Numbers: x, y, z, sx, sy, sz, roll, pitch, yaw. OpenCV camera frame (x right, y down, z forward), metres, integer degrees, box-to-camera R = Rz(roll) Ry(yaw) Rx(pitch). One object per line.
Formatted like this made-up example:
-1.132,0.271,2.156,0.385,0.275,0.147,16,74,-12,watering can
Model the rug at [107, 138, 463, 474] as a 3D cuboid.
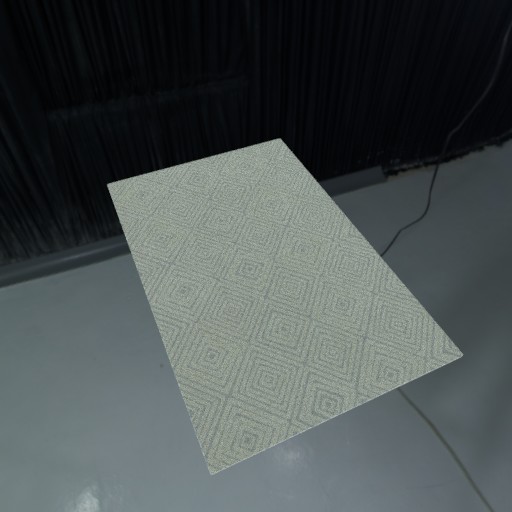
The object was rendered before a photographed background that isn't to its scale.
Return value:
0.000,0.000,2.254,1.143,0.008,1.753,-19,51,-16,rug
